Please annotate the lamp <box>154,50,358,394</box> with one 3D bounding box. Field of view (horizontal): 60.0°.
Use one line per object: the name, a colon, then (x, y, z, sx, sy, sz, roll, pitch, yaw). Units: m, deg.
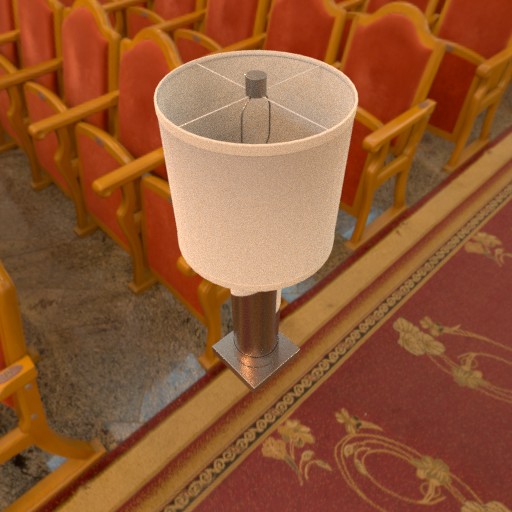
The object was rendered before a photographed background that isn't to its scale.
lamp: (0.000, 0.000, 0.615, 0.202, 0.509, 0.202, -34, 55, -28)
